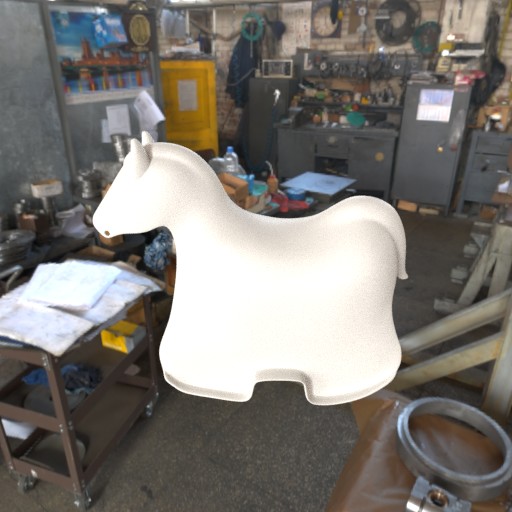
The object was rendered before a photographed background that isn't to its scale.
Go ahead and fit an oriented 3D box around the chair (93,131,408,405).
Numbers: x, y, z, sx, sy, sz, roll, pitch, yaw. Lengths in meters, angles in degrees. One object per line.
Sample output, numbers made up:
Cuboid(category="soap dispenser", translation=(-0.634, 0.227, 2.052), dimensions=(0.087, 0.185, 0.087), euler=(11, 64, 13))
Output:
Cuboid(category="chair", translation=(0.000, 0.000, 1.143), dimensions=(0.800, 0.612, 0.429), euler=(0, 25, 0))
